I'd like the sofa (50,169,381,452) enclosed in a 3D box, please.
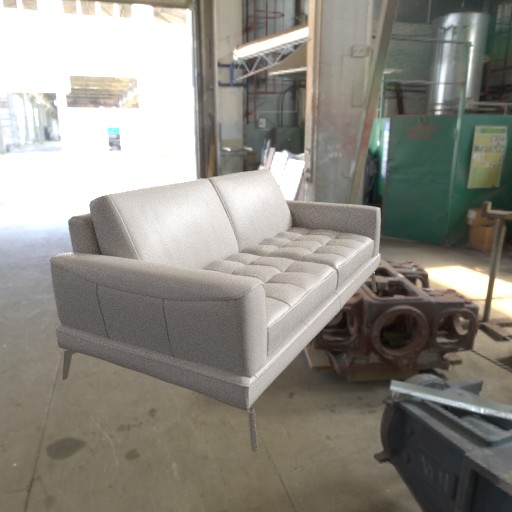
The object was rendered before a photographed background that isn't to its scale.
[{"bbox_3d":[0.000,0.000,2.747,1.121,0.930,2.177,8,18,27],"label":"sofa"}]
